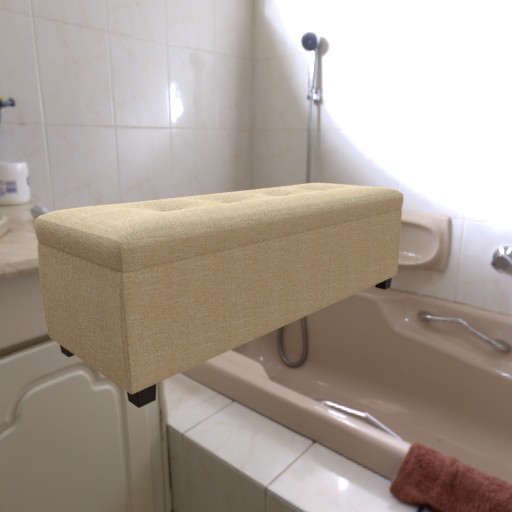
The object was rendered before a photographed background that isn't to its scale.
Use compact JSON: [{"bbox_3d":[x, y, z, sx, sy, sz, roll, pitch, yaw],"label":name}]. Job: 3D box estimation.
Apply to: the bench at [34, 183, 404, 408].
[{"bbox_3d":[0.000,0.000,1.457,0.432,0.406,1.219,13,19,42],"label":"bench"}]
